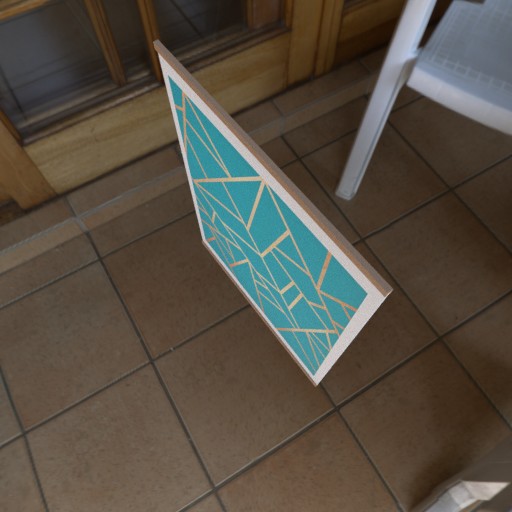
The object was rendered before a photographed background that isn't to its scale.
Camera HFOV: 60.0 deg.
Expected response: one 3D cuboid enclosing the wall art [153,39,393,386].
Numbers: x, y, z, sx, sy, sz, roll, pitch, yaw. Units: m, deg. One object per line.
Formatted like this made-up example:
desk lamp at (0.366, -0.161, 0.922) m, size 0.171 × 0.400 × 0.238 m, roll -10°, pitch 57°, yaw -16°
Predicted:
wall art at (0.000, 0.000, 1.340) m, size 0.013 × 1.016 × 0.758 m, roll -34°, pitch 70°, yaw -15°
